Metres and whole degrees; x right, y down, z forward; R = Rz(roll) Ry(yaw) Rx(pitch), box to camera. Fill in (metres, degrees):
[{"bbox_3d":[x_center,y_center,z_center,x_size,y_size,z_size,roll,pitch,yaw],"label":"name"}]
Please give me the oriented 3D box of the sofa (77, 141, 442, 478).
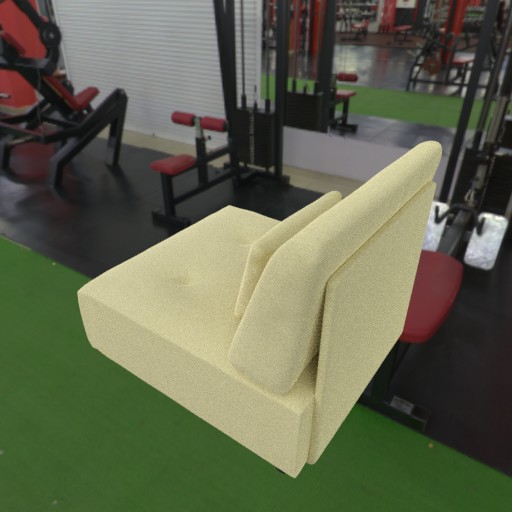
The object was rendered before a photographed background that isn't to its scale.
[{"bbox_3d":[0.000,0.000,1.665,1.000,0.820,0.930,21,37,30],"label":"sofa"}]
